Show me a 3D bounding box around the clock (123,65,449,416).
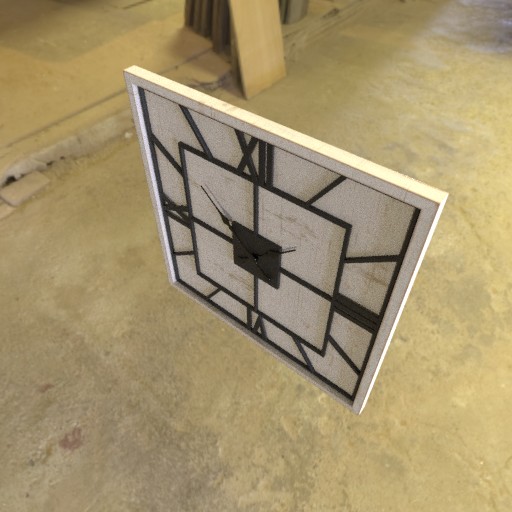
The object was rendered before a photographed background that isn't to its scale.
[{"bbox_3d":[0.000,0.000,1.051,0.705,0.705,0.032,30,53,26],"label":"clock"}]
